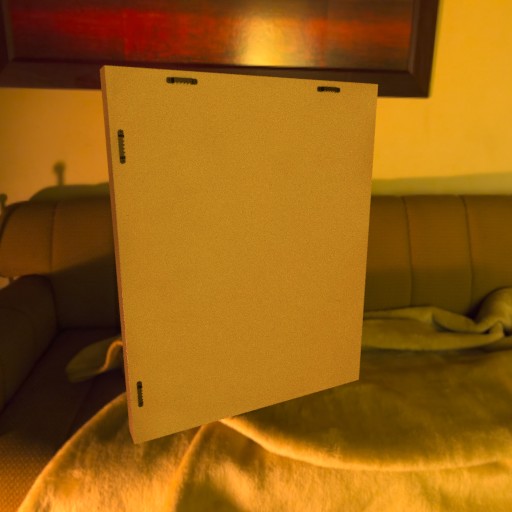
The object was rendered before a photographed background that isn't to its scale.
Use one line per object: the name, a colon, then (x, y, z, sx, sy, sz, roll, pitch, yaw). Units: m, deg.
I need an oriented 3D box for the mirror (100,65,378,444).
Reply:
mirror: (0.000, 0.000, 0.675, 0.406, 0.509, 0.041, -7, 16, -25)
